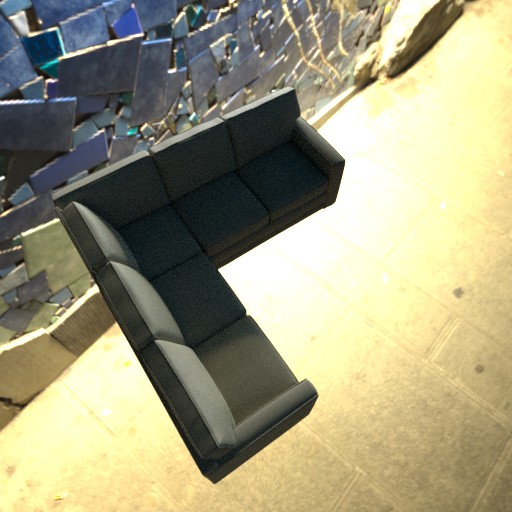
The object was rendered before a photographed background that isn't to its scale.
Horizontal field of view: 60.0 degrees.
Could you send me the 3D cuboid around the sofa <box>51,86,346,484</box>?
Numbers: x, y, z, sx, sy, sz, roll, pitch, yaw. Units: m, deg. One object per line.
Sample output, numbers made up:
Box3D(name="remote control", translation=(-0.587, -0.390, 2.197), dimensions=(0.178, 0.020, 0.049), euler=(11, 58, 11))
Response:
Box3D(name="sofa", translation=(0.000, 0.000, 3.355), dimensions=(2.211, 0.936, 2.188), euler=(-31, 64, -17))
